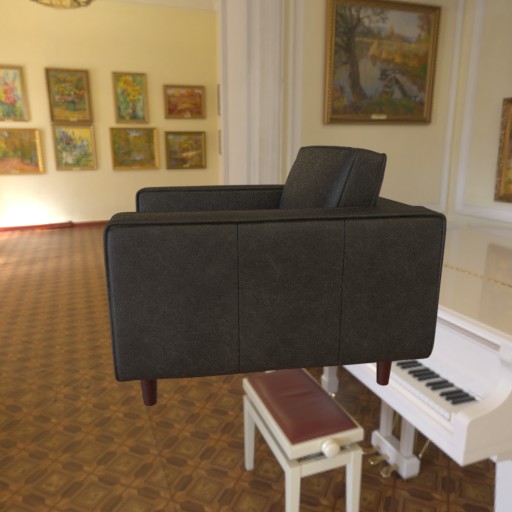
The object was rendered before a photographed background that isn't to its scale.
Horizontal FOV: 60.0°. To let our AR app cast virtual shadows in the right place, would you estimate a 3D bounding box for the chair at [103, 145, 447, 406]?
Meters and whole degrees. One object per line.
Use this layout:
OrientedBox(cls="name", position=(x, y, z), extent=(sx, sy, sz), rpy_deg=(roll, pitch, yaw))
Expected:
OrientedBox(cls="chair", position=(0.000, 0.000, 1.578), extent=(0.914, 0.763, 0.889), rpy_deg=(-2, 14, -9))
